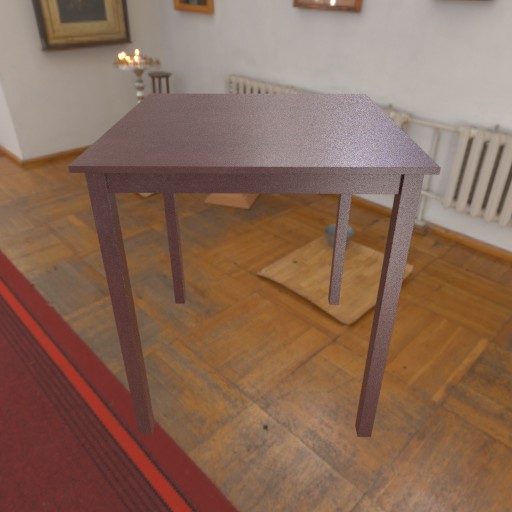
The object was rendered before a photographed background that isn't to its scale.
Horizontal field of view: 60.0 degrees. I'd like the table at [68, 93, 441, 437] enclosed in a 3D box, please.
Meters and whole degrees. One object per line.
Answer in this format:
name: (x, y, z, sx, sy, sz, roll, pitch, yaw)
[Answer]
table: (0.000, 0.000, 1.646, 0.861, 0.991, 0.861, 0, 31, 1)
